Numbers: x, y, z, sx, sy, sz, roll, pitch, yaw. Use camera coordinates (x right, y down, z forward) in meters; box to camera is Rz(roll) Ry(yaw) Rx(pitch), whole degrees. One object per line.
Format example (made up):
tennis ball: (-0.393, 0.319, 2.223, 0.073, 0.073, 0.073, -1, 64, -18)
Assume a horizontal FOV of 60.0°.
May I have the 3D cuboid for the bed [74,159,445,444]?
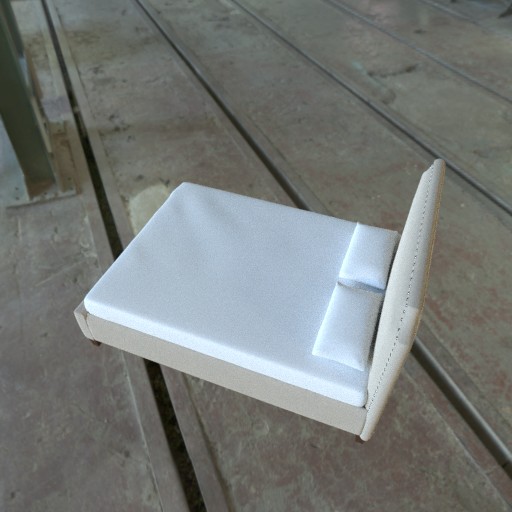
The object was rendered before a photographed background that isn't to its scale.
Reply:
bed: (0.000, 0.000, 3.458, 2.372, 1.443, 1.713, 15, 47, 15)
